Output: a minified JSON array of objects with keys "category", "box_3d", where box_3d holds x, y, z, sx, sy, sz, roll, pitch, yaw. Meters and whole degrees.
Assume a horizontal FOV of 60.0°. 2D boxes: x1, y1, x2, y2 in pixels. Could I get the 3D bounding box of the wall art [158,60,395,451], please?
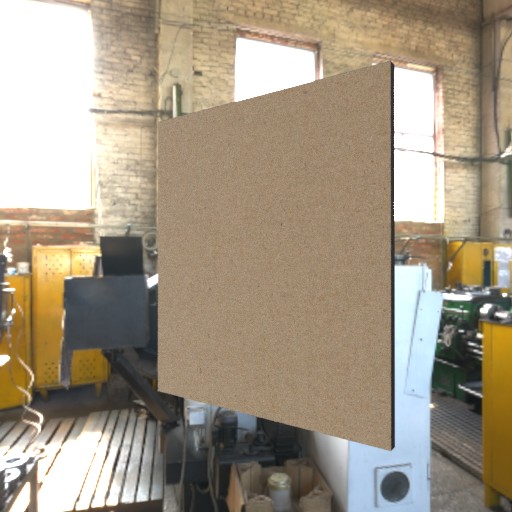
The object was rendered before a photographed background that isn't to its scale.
[{"category":"wall art","box_3d":[0.000,0.000,1.212,0.755,0.863,0.028,0,0,36]}]
